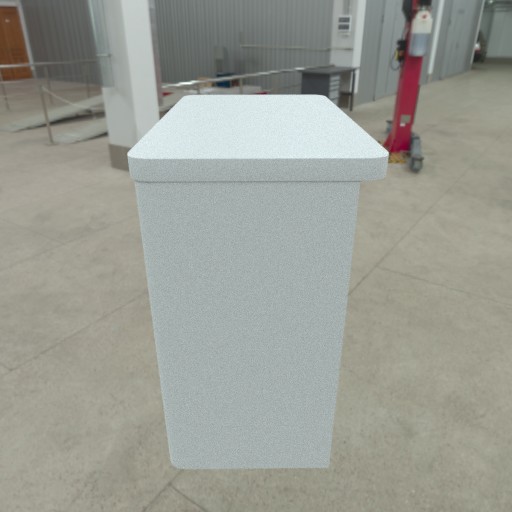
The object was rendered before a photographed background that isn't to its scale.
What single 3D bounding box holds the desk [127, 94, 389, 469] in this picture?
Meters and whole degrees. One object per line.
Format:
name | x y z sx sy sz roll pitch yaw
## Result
desk | 0.000 0.000 1.245 0.446 0.760 0.790 0 27 -1
